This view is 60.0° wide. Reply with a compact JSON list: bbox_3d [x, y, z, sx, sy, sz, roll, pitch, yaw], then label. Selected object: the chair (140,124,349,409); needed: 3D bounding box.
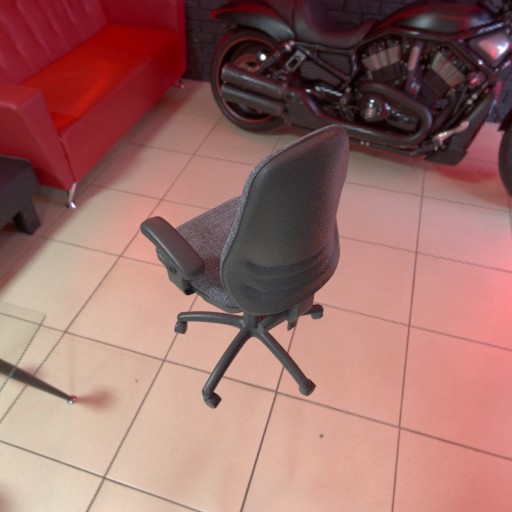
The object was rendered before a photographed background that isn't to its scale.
[{"bbox_3d":[0.000,0.000,1.261,0.550,0.910,0.530,-31,54,-27],"label":"chair"}]
